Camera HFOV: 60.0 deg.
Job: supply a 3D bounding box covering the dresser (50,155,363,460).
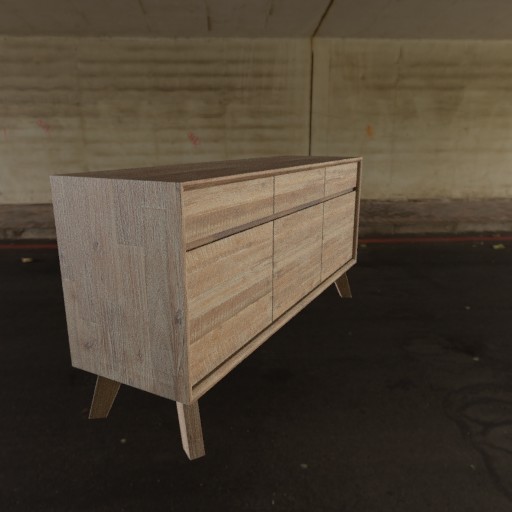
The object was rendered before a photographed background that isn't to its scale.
[{"bbox_3d":[0.000,0.000,1.920,0.455,0.788,1.602,8,17,27],"label":"dresser"}]
